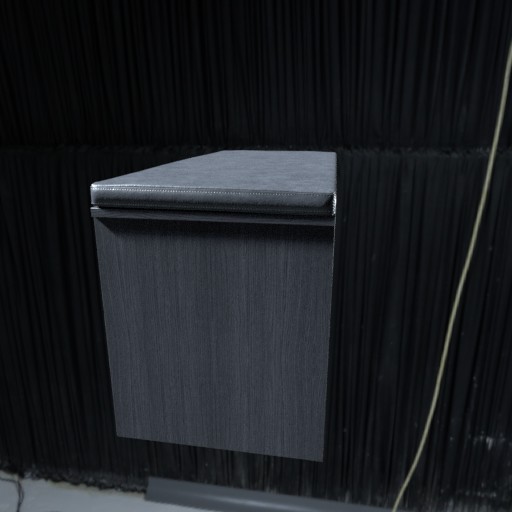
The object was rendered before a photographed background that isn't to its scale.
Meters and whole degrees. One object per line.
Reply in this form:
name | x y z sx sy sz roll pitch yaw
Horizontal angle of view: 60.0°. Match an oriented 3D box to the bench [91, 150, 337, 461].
bench | 0.000 0.000 1.188 0.401 0.501 0.905 3 17 9
